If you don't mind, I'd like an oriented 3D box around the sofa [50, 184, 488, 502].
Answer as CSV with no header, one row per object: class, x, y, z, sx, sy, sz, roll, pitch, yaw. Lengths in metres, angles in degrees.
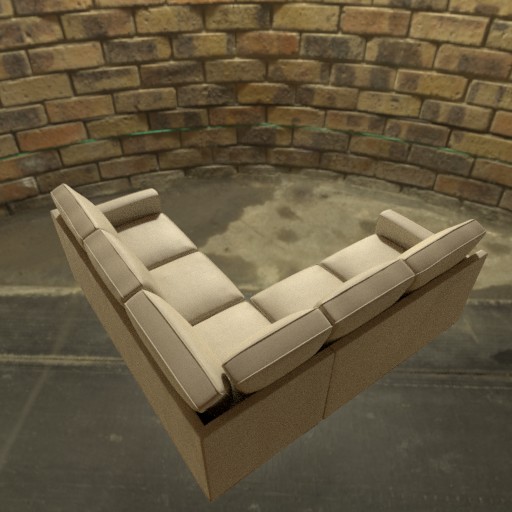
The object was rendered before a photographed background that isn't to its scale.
sofa,0.000,0.000,3.223,2.182,0.939,2.189,-25,46,-27
